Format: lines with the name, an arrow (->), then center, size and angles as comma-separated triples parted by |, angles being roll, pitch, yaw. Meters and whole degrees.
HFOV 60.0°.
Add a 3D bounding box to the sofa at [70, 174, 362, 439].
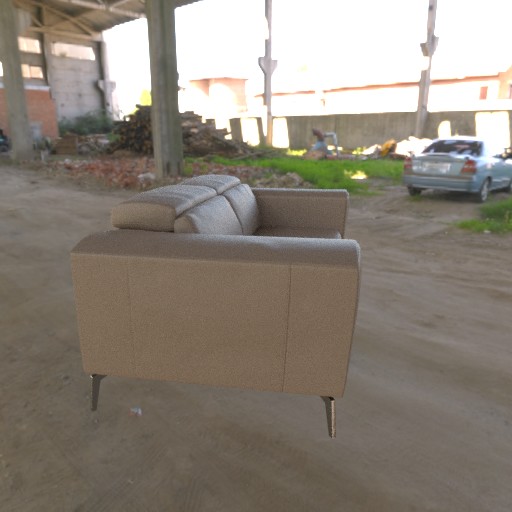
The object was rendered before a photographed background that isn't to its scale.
sofa -> 0.000, 0.000, 2.383 | 1.003, 0.779, 1.895 | 3, 15, 10
